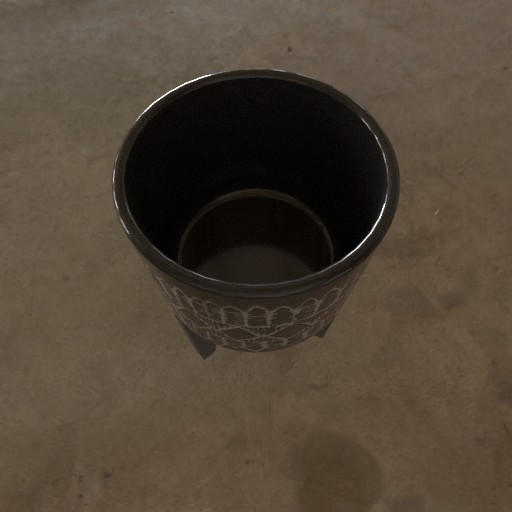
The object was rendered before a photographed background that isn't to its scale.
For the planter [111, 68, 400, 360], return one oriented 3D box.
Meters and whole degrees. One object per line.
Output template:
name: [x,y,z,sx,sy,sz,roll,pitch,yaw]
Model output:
planter: [0.000,0.000,0.417,0.196,0.264,0.196,17,63,9]
